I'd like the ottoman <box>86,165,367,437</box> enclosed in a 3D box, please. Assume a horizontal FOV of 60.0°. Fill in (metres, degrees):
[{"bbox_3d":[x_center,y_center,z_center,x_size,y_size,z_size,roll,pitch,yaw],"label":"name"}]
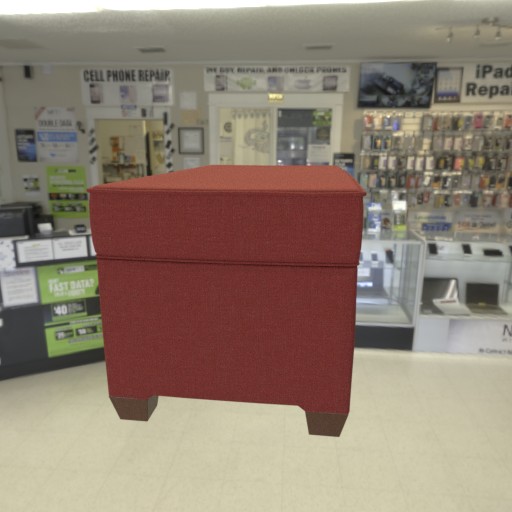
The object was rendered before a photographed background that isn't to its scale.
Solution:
[{"bbox_3d":[0.000,0.000,1.217,0.497,0.454,0.948,2,14,7],"label":"ottoman"}]
